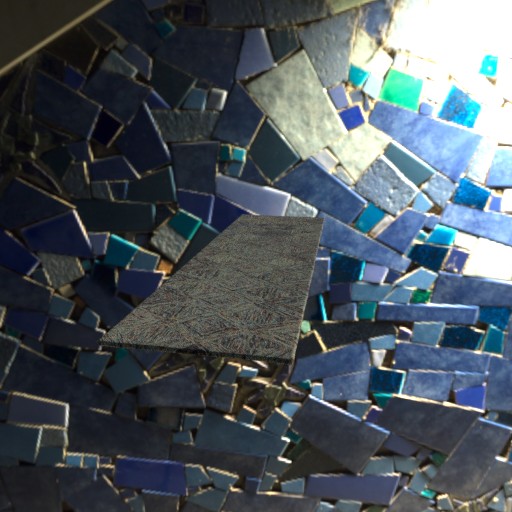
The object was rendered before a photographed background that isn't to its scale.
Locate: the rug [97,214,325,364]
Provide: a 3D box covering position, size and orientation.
[{"bbox_3d":[0.000,0.000,2.546,0.688,0.015,2.292,3,17,10],"label":"rug"}]
